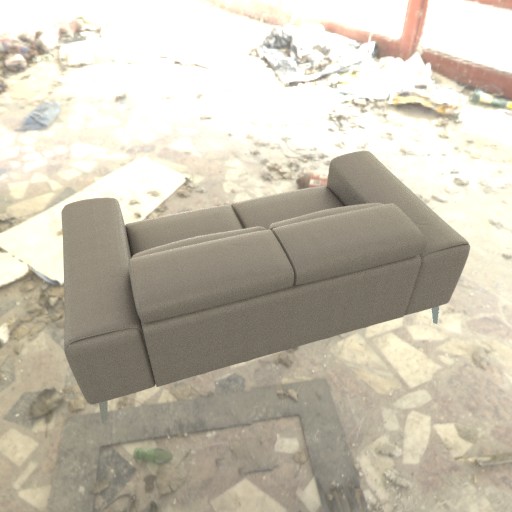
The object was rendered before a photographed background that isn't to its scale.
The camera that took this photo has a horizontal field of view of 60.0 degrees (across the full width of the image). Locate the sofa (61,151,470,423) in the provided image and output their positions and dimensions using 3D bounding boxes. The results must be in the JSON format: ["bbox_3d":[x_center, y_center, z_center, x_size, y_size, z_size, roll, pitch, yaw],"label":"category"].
[{"bbox_3d":[0.000,0.000,2.426,1.930,0.753,1.024,-13,43,-14],"label":"sofa"}]
